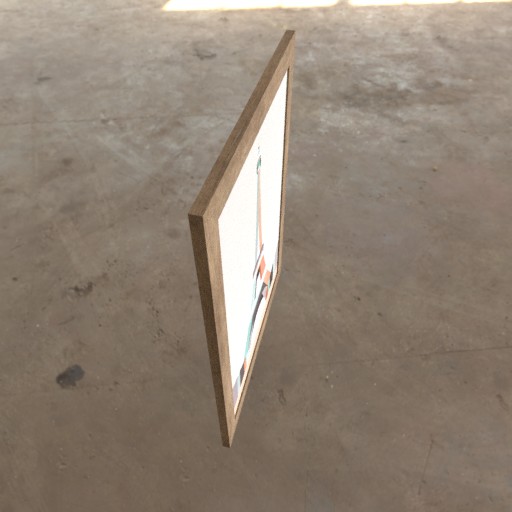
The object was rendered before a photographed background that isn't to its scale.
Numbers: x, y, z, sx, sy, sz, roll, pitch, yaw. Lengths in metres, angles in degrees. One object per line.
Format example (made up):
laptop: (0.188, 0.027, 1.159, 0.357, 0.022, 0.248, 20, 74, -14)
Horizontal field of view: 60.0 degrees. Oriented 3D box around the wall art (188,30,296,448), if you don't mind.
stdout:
wall art: (0.000, 0.000, 0.905, 0.018, 0.686, 0.534, 11, 48, 10)
